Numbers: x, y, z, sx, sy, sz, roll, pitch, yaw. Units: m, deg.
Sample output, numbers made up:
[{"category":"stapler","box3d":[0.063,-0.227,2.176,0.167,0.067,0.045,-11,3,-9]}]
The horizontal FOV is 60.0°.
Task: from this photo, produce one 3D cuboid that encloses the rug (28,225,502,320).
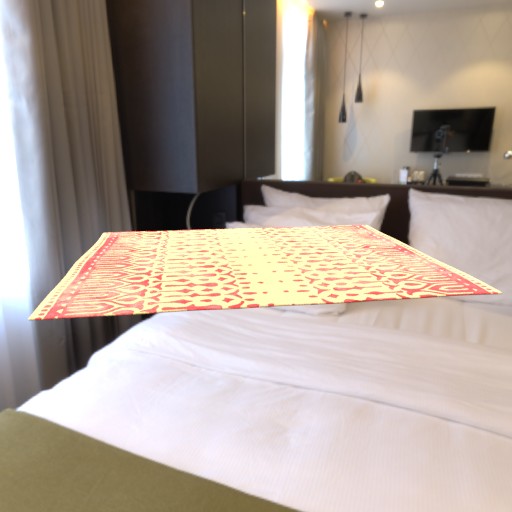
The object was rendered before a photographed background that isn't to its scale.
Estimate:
[{"category":"rug","box3d":[0.000,0.000,3.979,3.095,0.016,2.441,-2,15,-8]}]
